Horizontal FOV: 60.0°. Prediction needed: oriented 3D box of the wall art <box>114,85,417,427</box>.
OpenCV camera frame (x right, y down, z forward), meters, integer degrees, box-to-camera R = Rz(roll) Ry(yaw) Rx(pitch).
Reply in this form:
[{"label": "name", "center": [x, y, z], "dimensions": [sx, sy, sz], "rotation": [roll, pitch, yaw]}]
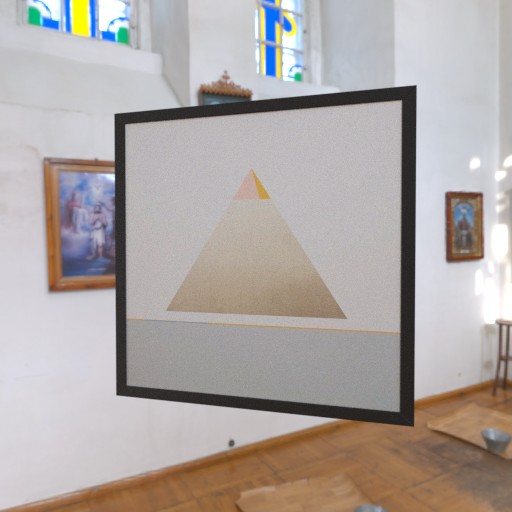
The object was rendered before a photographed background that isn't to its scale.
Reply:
[{"label": "wall art", "center": [0.000, 0.000, 0.452], "dimensions": [0.304, 0.303, 0.037], "rotation": [0, 1, 16]}]
